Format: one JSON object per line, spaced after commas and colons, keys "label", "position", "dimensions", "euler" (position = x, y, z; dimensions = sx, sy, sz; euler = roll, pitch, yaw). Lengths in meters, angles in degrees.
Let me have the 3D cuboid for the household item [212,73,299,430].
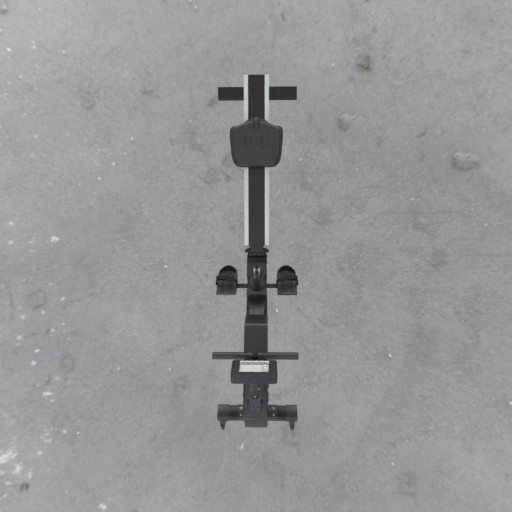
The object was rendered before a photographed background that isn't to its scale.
{"label": "household item", "position": [0.000, 0.000, 2.549], "dimensions": [0.521, 0.810, 2.251], "euler": [0, 89, 1]}
